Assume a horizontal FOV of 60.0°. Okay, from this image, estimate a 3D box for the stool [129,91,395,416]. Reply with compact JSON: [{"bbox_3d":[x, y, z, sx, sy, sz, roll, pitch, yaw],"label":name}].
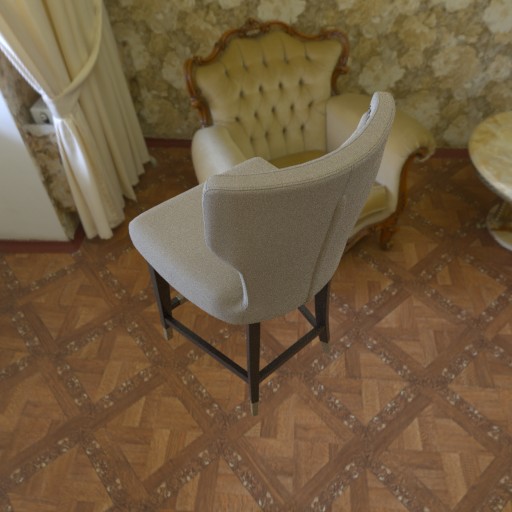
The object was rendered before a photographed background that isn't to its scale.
[{"bbox_3d":[0.000,0.000,1.320,0.527,0.982,0.563,-33,55,-27],"label":"stool"}]
